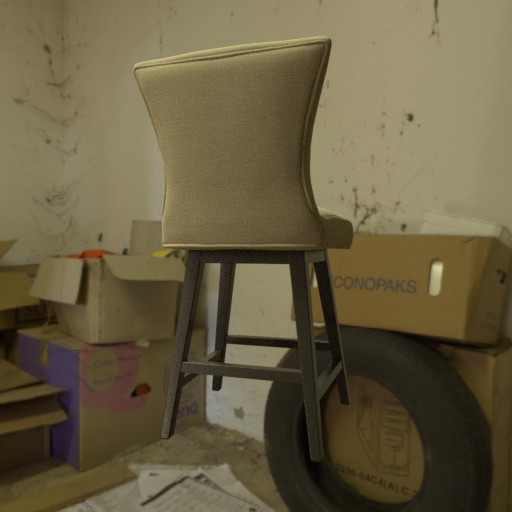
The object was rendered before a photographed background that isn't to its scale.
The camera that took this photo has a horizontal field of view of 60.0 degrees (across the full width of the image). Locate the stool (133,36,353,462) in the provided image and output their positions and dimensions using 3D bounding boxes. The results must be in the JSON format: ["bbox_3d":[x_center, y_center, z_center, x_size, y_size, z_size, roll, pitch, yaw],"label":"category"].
[{"bbox_3d":[0.000,0.000,1.298,0.514,1.000,0.574,0,1,18],"label":"stool"}]
